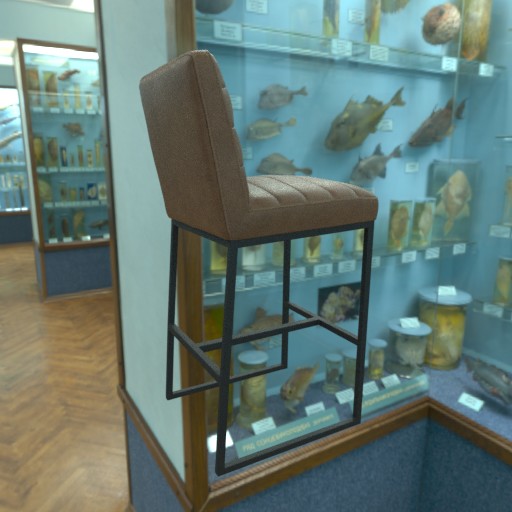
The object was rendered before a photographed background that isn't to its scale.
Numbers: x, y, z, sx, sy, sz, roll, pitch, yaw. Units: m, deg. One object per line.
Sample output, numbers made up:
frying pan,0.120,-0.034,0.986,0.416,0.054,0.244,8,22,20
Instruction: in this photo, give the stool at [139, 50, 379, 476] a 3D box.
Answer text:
stool,0.000,0.000,1.334,0.556,1.040,0.458,-7,15,-28
